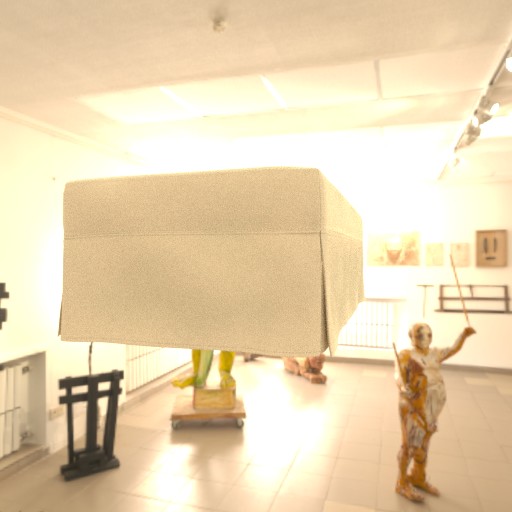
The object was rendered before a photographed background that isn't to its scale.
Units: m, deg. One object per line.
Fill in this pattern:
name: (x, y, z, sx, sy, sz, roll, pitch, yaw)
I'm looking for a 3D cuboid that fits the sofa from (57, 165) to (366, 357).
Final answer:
sofa: (0.000, 0.000, 2.118, 0.939, 0.552, 1.677, 0, 0, 17)
